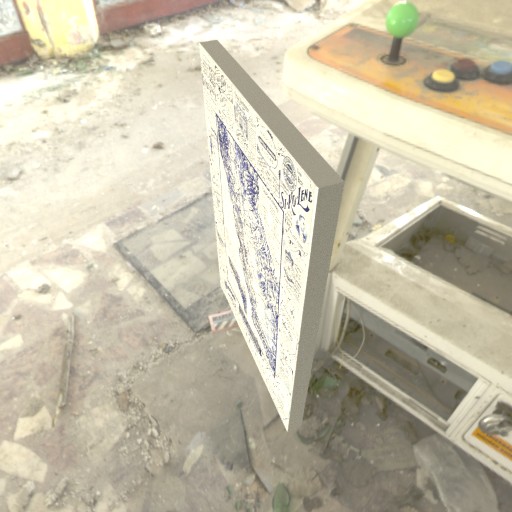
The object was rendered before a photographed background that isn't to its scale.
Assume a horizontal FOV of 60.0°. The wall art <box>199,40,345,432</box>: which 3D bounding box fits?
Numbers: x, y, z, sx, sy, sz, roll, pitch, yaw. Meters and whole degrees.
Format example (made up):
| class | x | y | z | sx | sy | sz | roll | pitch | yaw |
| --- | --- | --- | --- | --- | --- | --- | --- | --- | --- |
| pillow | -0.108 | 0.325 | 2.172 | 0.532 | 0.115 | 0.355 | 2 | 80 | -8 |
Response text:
| class | x | y | z | sx | sy | sz | roll | pitch | yaw |
| --- | --- | --- | --- | --- | --- | --- | --- | --- | --- |
| wall art | 0.000 | 0.000 | 0.997 | 0.039 | 0.753 | 0.511 | -16 | 48 | -15 |
